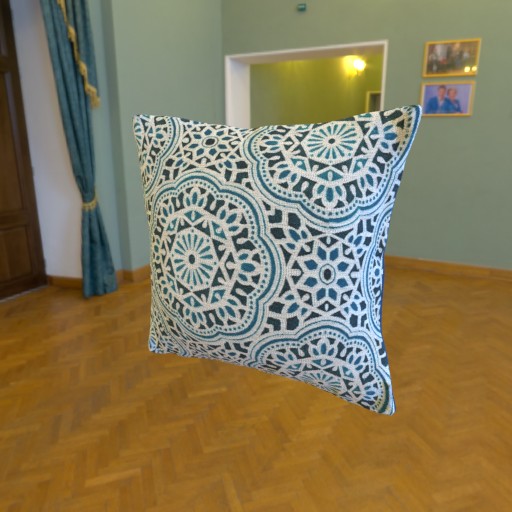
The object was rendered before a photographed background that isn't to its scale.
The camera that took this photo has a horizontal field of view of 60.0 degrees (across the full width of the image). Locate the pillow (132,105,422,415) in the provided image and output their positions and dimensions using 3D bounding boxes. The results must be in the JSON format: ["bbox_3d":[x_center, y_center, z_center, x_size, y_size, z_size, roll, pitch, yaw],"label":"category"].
[{"bbox_3d":[0.000,0.000,0.666,0.440,0.420,0.145,8,17,25],"label":"pillow"}]
